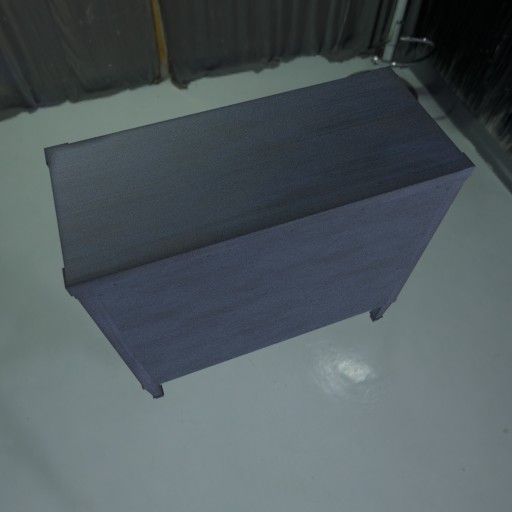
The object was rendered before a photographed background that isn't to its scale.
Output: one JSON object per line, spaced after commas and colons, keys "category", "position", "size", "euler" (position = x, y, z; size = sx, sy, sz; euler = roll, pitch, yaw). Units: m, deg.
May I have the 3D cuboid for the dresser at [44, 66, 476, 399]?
{"category": "dresser", "position": [0.000, 0.000, 1.587], "size": [1.049, 0.986, 0.463], "euler": [-17, 59, -11]}
